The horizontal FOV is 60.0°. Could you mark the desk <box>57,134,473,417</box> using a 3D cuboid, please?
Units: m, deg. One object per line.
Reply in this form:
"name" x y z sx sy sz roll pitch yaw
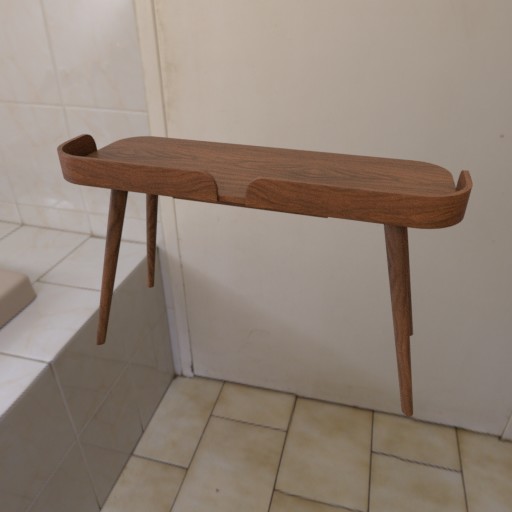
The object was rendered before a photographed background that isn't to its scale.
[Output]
"desk" 0.000 0.000 1.620 1.256 0.800 0.486 9 32 14
